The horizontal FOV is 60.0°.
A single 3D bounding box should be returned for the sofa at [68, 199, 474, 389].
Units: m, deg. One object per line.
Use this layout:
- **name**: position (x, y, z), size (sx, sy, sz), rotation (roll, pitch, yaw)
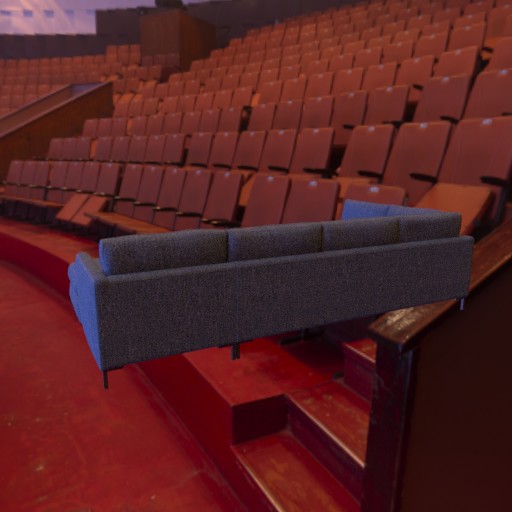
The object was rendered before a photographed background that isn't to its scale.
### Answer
- **sofa**: position (0.000, 0.000, 3.515), size (2.737, 0.753, 1.879), rotation (-6, 13, -27)
